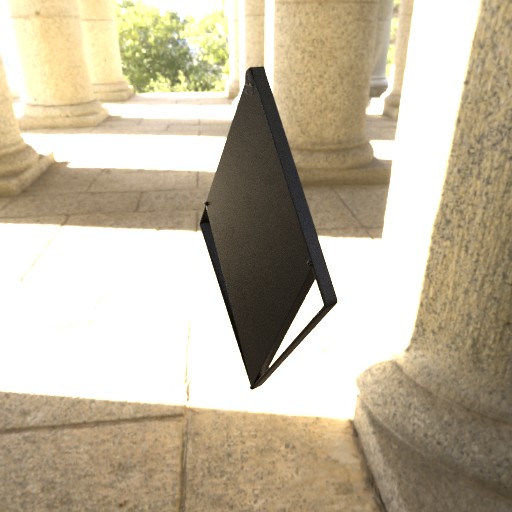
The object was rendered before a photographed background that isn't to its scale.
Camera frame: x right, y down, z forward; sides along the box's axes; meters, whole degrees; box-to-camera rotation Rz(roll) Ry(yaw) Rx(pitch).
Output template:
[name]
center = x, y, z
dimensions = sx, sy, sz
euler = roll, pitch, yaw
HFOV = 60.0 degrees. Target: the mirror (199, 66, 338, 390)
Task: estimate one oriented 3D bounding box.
[mirror]
center = 0.000, 0.000, 0.863
dimensions = 0.032, 0.679, 0.419
euler = -18, 32, -31
